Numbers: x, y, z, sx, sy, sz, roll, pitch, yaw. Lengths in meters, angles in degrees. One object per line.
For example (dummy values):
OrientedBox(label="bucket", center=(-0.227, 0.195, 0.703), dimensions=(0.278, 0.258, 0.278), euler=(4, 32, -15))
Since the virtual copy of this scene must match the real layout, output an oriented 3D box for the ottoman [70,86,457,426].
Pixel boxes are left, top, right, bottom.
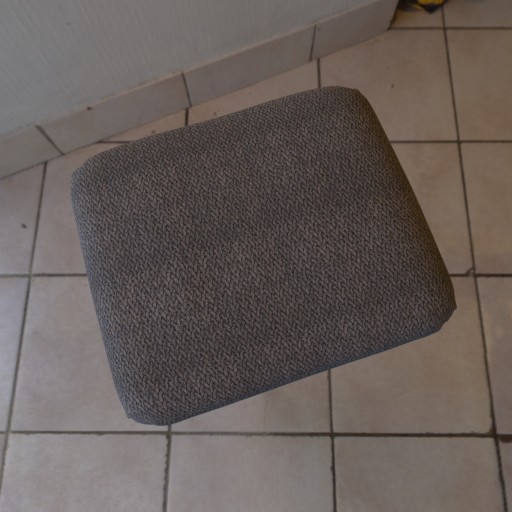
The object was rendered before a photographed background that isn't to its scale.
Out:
OrientedBox(label="ottoman", center=(0.000, 0.000, 1.103), dimensions=(0.747, 0.450, 0.622), euler=(-18, 75, -5))
